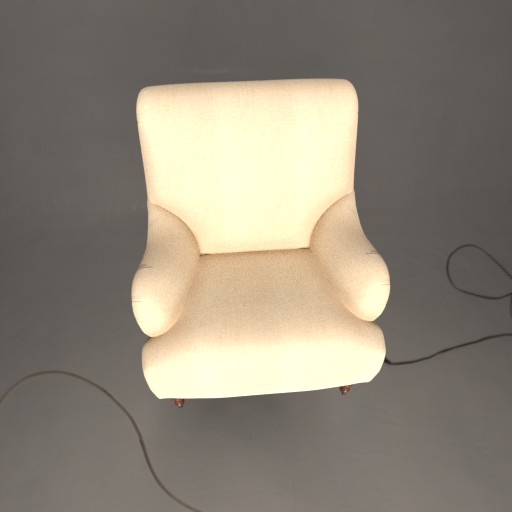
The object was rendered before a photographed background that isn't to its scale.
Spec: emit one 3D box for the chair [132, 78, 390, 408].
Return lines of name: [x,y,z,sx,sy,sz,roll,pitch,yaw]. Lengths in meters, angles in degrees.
chair: [0.000,0.000,1.549,0.766,0.944,0.842,-4,46,-3]
